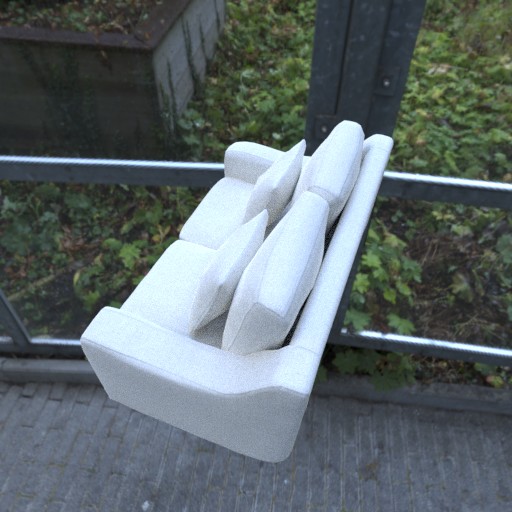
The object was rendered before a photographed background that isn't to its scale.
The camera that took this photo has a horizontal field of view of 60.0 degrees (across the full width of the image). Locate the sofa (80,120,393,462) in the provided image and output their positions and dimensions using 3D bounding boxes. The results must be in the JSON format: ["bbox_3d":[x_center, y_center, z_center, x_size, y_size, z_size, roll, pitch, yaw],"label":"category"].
[{"bbox_3d":[0.000,0.000,2.380,1.040,1.047,1.744,16,49,15],"label":"sofa"}]
